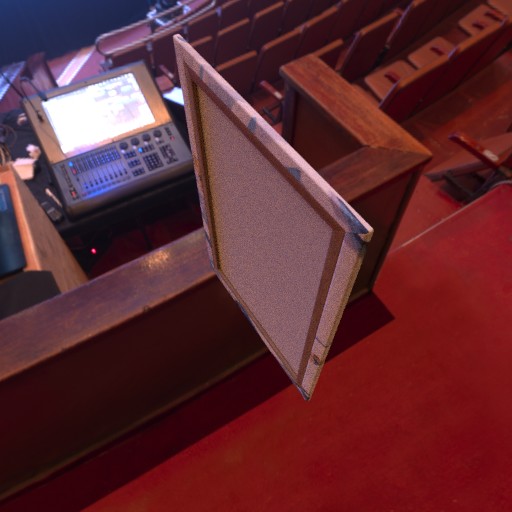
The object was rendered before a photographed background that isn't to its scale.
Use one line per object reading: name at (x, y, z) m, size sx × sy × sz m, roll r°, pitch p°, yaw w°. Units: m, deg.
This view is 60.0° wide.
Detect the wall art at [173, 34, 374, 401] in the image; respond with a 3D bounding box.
wall art at (0.000, 0.000, 1.167) m, size 0.016 × 0.914 × 0.610 m, roll -29°, pitch 62°, yaw -17°
